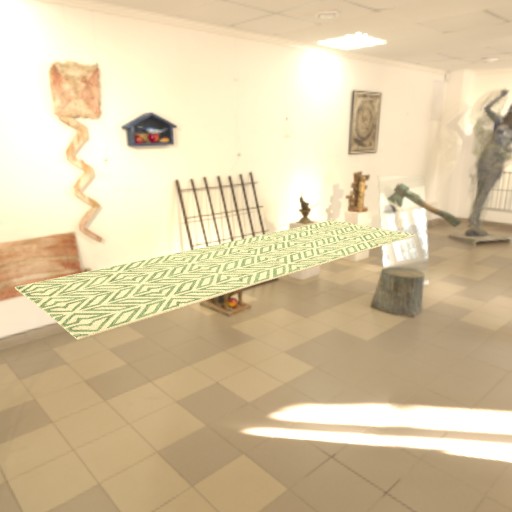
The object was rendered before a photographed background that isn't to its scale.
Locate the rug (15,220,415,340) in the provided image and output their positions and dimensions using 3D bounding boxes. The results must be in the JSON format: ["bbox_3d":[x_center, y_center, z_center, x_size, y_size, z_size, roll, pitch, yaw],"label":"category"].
[{"bbox_3d":[0.000,0.000,2.639,2.435,0.009,0.750,-14,21,-41],"label":"rug"}]
